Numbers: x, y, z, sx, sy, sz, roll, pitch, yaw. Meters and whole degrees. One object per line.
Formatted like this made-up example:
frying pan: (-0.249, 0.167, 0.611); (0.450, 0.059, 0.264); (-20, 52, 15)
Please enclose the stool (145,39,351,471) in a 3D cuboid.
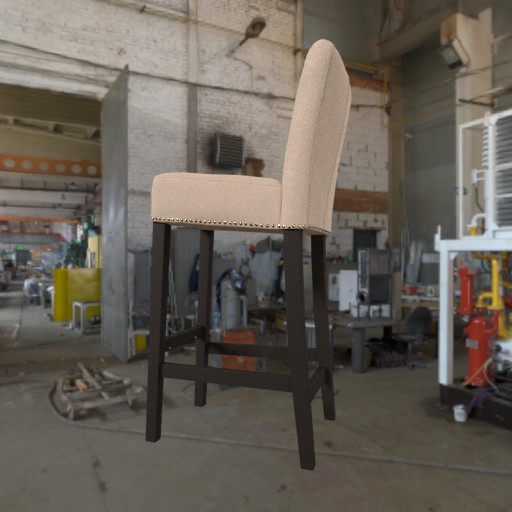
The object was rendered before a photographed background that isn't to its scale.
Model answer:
stool: (0.000, 0.000, 1.320); (0.548, 1.047, 0.411); (0, 0, 18)
